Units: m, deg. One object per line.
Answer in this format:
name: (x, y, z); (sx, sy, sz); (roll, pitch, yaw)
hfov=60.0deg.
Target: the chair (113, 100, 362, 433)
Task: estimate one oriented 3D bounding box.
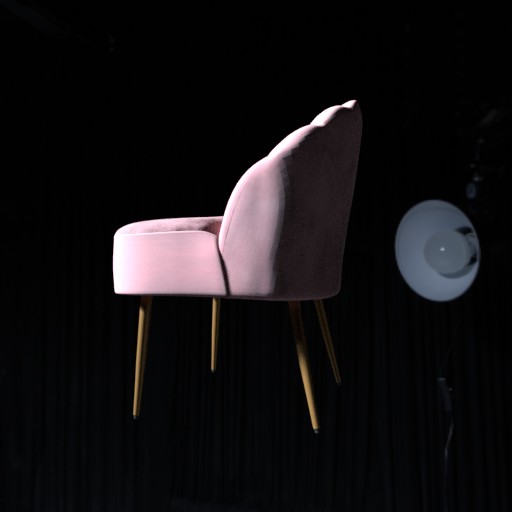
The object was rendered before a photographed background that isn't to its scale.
chair: (0.000, 0.000, 1.283); (0.599, 0.819, 0.657); (0, -1, 17)
